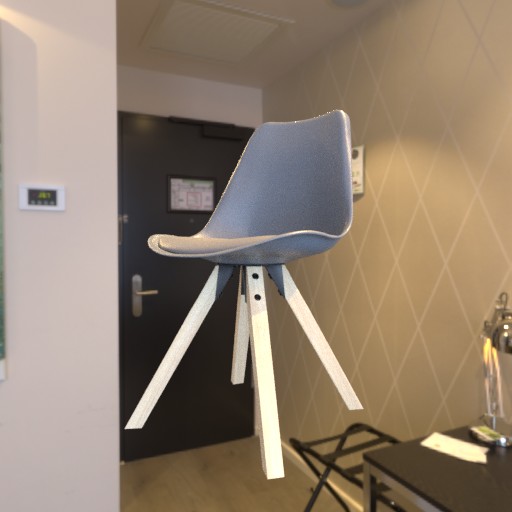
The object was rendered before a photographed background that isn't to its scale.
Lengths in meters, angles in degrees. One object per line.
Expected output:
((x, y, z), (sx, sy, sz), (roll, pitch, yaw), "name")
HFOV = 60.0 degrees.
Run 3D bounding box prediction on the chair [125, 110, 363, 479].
((0.000, 0.000, 1.174), (0.485, 0.850, 0.550), (1, 2, 34), "chair")
